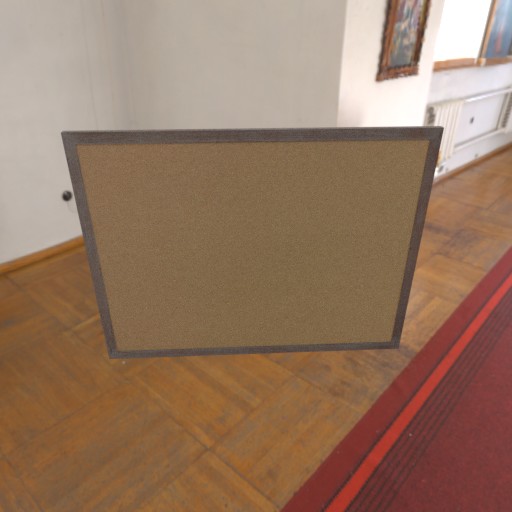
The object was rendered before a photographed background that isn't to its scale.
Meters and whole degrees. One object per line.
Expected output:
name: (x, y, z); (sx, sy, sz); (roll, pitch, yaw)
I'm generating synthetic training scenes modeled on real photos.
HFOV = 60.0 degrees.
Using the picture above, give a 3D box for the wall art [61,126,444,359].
wall art: (0.000, 0.000, 1.368); (1.012, 0.774, 0.019); (-1, 30, -3)
